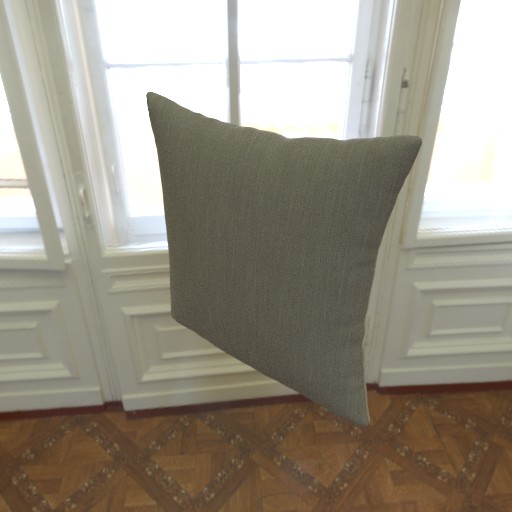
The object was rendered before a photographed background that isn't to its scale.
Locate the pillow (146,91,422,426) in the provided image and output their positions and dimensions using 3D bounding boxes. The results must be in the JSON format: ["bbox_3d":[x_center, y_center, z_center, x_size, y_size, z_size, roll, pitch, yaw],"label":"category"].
[{"bbox_3d":[0.000,0.000,0.792,0.511,0.509,0.161,22,36,33],"label":"pillow"}]
